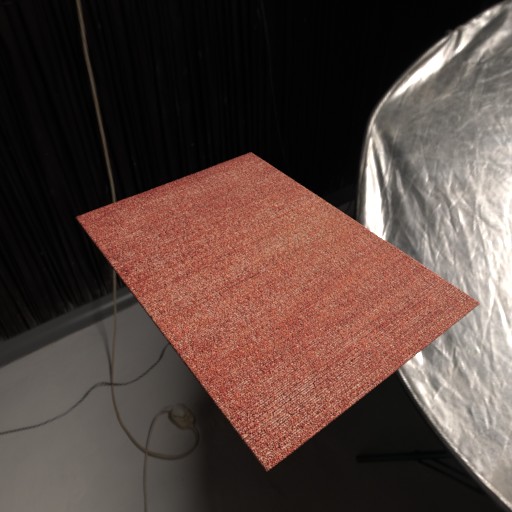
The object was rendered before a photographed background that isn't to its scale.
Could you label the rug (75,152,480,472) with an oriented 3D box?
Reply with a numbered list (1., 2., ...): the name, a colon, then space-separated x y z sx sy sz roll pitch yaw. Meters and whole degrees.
1. rug: 0.000 0.000 5.111 2.803 0.025 3.965 -27 48 -27
